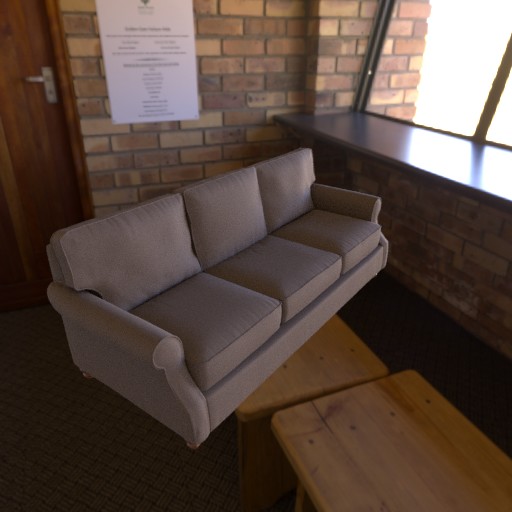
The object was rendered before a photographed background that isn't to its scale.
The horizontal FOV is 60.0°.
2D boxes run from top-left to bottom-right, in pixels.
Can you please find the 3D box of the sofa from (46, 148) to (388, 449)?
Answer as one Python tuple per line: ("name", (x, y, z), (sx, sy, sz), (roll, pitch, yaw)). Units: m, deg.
("sofa", (0.000, 0.000, 2.812), (0.966, 0.948, 2.353), (18, 31, 32))
